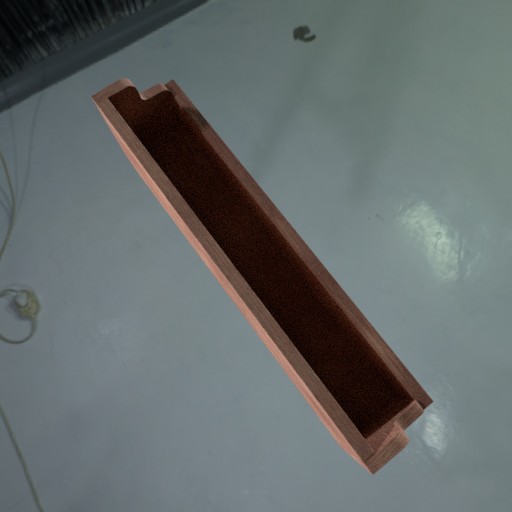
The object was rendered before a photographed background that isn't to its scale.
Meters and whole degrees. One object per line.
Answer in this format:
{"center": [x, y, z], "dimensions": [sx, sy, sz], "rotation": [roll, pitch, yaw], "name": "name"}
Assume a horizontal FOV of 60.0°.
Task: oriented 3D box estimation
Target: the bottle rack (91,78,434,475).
{"center": [0.000, 0.000, 0.665], "dimensions": [0.126, 0.196, 0.608], "rotation": [-36, 78, -9], "name": "bottle rack"}
